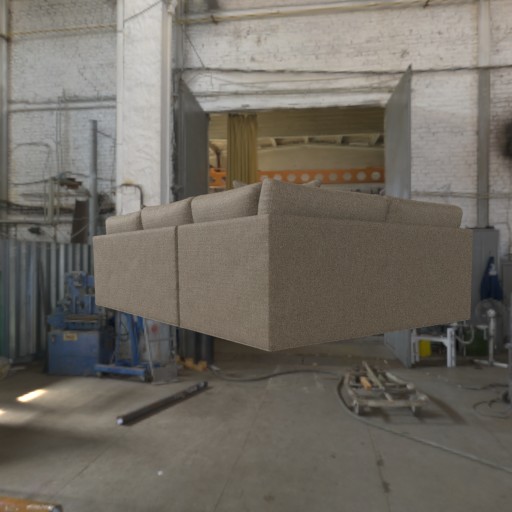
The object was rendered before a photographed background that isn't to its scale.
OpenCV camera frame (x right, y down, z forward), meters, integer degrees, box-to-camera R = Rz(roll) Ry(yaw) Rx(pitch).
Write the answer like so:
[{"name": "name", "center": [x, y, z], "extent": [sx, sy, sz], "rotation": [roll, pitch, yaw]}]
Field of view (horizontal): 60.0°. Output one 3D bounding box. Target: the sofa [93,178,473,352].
[{"name": "sofa", "center": [0.000, 0.000, 3.928], "extent": [1.994, 0.978, 2.896], "rotation": [0, 0, -37]}]
